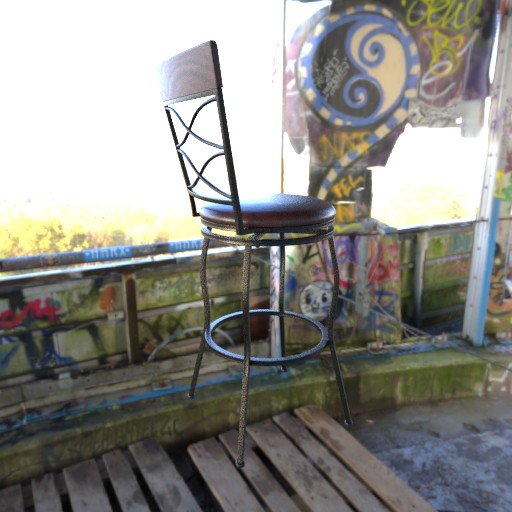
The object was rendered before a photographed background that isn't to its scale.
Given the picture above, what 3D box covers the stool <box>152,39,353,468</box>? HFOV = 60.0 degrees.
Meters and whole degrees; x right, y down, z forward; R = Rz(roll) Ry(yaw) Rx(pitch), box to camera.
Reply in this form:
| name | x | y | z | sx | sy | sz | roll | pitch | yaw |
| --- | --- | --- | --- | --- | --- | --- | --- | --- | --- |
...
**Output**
| name | x | y | z | sx | sy | sz | roll | pitch | yaw |
| --- | --- | --- | --- | --- | --- | --- | --- | --- | --- |
| stool | 0.000 | 0.000 | 1.401 | 0.513 | 1.130 | 0.448 | -8 | 16 | -27 |
